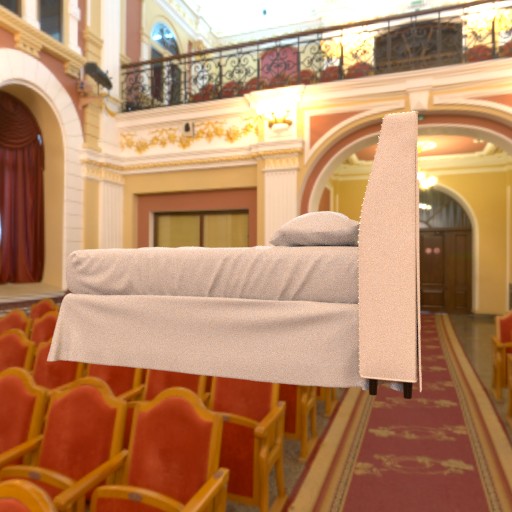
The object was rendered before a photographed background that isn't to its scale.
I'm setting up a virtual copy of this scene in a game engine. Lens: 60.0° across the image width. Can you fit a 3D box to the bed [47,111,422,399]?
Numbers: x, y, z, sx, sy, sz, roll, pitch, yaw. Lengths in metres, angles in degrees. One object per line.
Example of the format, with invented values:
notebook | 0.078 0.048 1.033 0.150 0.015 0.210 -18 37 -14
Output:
bed | 0.000 0.000 3.261 2.276 1.332 1.925 0 -1 20
